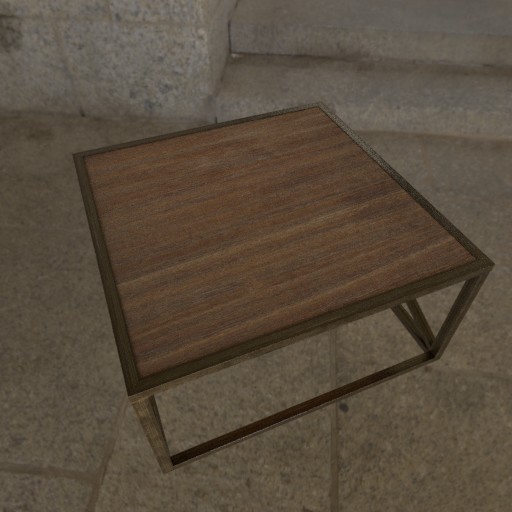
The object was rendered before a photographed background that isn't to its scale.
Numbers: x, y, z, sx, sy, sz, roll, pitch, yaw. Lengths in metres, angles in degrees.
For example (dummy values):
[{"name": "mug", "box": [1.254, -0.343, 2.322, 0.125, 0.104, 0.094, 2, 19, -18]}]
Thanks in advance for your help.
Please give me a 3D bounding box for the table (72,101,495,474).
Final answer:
[{"name": "table", "box": [0.000, 0.000, 1.424, 0.909, 0.451, 0.899, -17, 49, -15]}]
